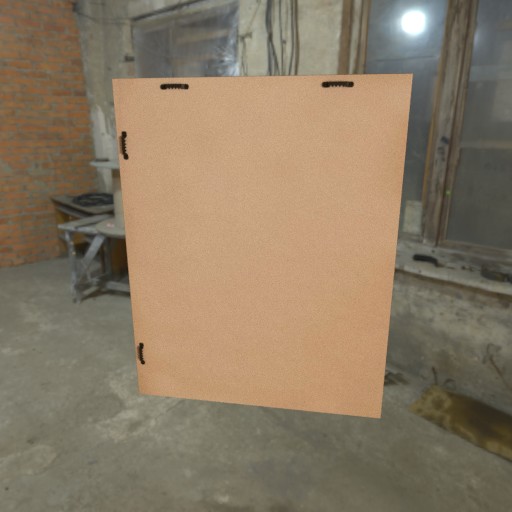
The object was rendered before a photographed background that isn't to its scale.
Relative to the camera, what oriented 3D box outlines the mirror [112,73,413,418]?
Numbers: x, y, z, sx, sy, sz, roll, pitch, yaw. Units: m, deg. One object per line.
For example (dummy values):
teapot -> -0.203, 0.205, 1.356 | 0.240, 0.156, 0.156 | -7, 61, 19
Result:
mirror -> 0.000, 0.000, 0.677 | 0.406, 0.509, 0.041 | 3, 17, 9
